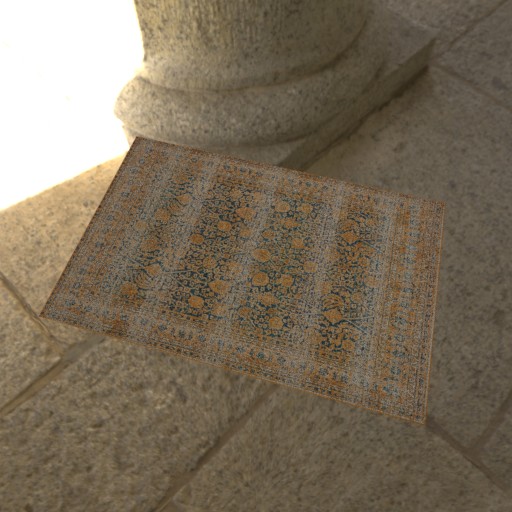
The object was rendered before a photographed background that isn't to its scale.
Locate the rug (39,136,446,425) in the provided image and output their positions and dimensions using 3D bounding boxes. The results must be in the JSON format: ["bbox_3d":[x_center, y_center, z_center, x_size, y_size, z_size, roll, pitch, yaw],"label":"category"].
[{"bbox_3d":[0.000,0.000,2.907,2.336,0.007,1.525,14,62,7],"label":"rug"}]
